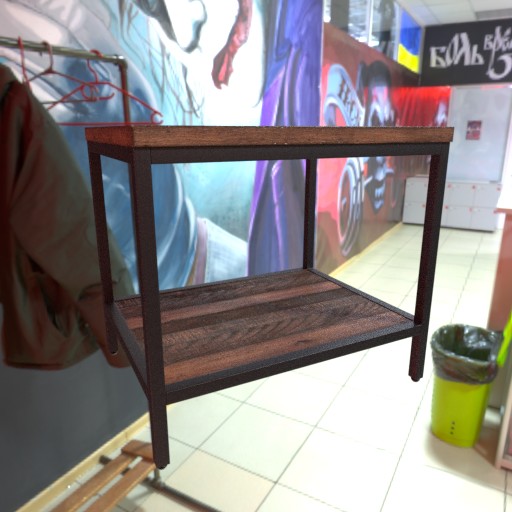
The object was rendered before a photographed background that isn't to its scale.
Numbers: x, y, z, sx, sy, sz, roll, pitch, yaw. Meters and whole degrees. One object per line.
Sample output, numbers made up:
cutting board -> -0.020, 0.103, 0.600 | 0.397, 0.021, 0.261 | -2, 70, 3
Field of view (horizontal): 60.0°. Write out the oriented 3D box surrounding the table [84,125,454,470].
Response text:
table -> 0.000, 0.000, 1.096 | 0.678, 0.612, 0.524 | -8, 18, -26
